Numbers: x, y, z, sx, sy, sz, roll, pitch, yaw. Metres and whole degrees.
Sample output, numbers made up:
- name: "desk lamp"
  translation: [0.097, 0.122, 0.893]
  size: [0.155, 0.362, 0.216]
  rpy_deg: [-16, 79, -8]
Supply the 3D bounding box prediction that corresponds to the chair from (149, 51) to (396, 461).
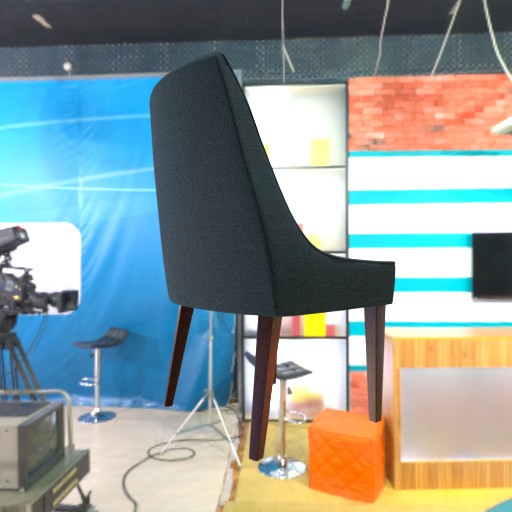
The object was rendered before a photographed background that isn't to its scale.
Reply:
- name: "chair"
  translation: [0.000, 0.000, 1.194]
  size: [0.544, 0.861, 0.529]
  rpy_deg: [1, -1, -36]
